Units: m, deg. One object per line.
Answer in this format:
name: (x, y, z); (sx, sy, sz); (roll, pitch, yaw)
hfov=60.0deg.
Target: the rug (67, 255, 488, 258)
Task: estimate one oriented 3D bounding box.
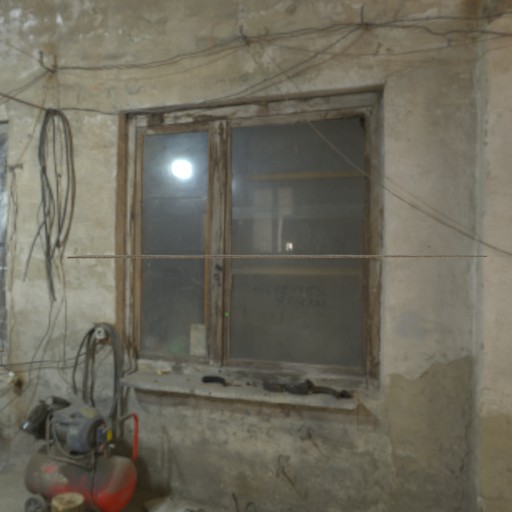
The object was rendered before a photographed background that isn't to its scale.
rug: (0.000, 0.000, 4.180); (3.072, 0.011, 2.451); (0, 0, -18)
